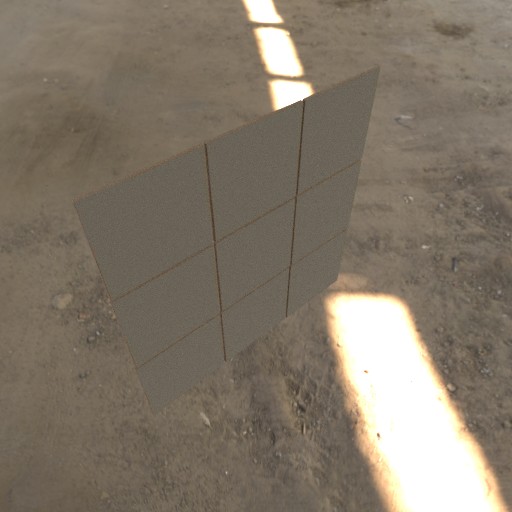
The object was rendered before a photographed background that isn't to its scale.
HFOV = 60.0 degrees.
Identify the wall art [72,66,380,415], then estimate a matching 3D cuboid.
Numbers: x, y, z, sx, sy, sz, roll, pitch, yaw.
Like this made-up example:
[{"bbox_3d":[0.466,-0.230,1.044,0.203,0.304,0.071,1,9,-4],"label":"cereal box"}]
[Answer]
[{"bbox_3d":[0.000,0.000,1.372,0.919,0.917,0.010,-32,54,-27],"label":"wall art"}]
